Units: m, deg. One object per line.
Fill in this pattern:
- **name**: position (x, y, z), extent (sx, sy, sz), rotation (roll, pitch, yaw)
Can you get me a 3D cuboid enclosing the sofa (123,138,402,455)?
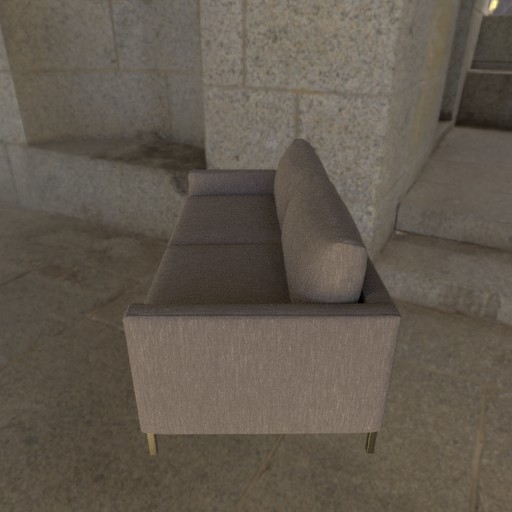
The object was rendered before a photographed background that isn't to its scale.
- **sofa**: position (0.000, 0.000, 2.157), extent (0.875, 0.840, 1.682), rotation (0, 26, -1)
